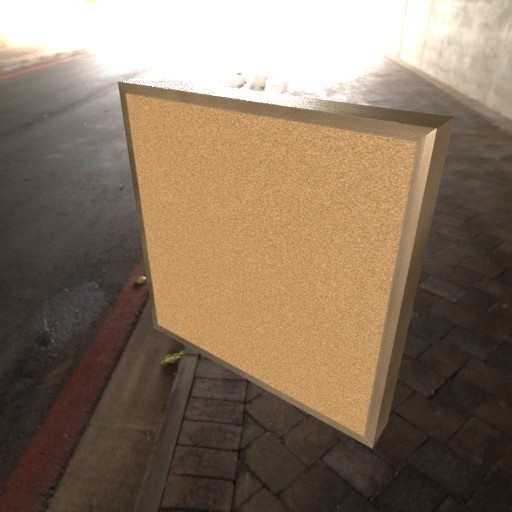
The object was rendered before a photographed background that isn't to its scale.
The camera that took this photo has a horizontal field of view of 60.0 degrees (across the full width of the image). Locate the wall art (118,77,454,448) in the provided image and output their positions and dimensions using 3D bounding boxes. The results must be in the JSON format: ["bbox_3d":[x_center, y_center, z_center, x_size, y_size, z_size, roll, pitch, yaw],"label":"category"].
[{"bbox_3d":[0.000,0.000,0.440,0.305,0.303,0.038,20,36,31],"label":"wall art"}]
